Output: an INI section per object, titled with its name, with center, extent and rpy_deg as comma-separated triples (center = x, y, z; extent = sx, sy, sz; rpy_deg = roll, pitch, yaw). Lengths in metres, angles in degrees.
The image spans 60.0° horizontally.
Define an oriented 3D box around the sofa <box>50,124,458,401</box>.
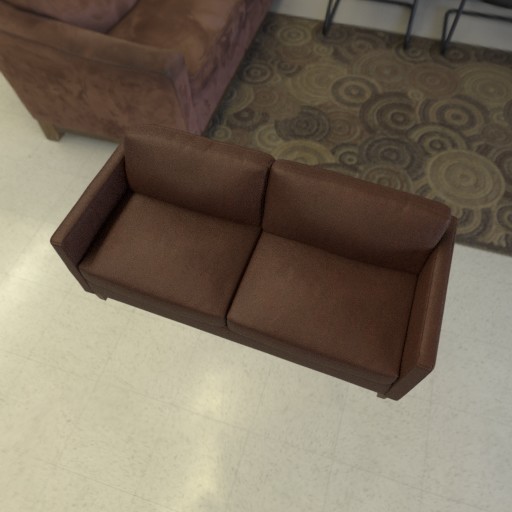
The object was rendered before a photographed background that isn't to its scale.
[sofa]
center = 0.000, 0.000, 2.497
extent = 1.971, 0.863, 0.923
rpy_deg = 17, 60, 10
